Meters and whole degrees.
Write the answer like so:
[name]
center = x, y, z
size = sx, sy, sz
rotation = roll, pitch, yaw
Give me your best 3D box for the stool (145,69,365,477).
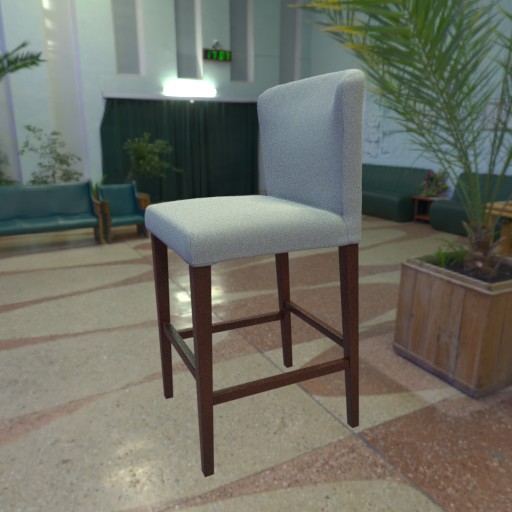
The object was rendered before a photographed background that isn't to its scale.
[stool]
center = 0.000, 0.000, 1.346
size = 0.568, 1.069, 0.479
rotation = -7, 17, -25
